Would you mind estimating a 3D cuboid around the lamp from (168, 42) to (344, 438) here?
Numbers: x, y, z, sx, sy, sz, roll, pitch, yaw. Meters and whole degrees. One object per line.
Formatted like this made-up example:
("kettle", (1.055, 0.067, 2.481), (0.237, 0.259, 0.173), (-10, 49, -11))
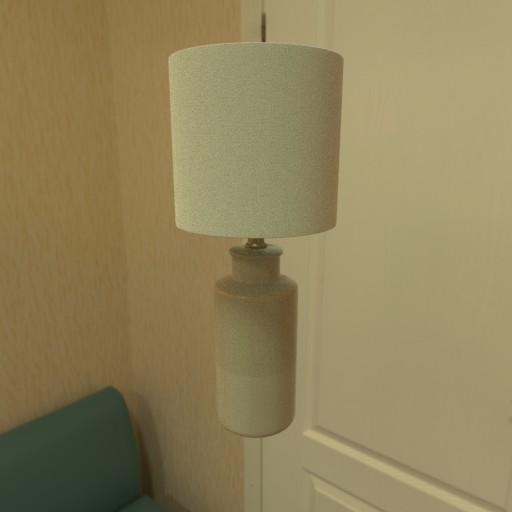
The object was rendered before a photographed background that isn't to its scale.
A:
("lamp", (0.000, 0.000, 0.605), (0.212, 0.493, 0.212), (2, 14, 10))
